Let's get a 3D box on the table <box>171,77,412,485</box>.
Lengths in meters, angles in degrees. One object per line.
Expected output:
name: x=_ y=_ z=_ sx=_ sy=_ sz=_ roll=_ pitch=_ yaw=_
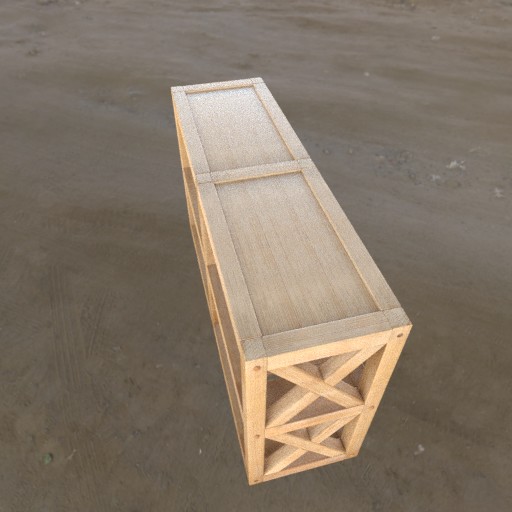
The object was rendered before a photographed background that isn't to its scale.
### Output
table: x=0.000 y=0.000 z=1.657 sx=0.381 sy=0.762 sz=1.320 roll=-10 pitch=46 yaw=-10
